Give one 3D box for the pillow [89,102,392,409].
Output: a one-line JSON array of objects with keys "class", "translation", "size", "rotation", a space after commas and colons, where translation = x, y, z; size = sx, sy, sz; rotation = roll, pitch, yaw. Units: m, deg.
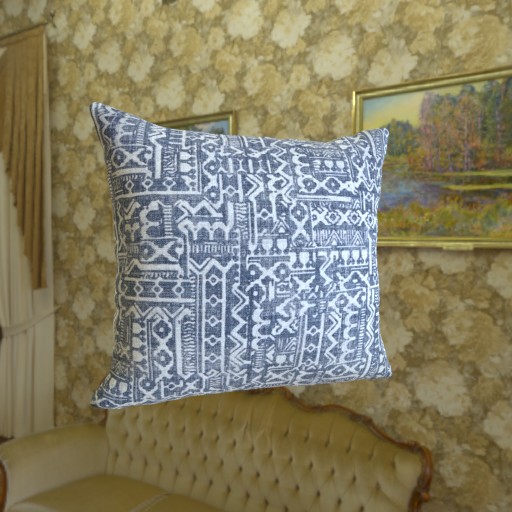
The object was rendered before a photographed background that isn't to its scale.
[{"class": "pillow", "translation": [0.000, 0.000, 0.775], "size": [0.546, 0.487, 0.180], "rotation": [0, 1, -17]}]
